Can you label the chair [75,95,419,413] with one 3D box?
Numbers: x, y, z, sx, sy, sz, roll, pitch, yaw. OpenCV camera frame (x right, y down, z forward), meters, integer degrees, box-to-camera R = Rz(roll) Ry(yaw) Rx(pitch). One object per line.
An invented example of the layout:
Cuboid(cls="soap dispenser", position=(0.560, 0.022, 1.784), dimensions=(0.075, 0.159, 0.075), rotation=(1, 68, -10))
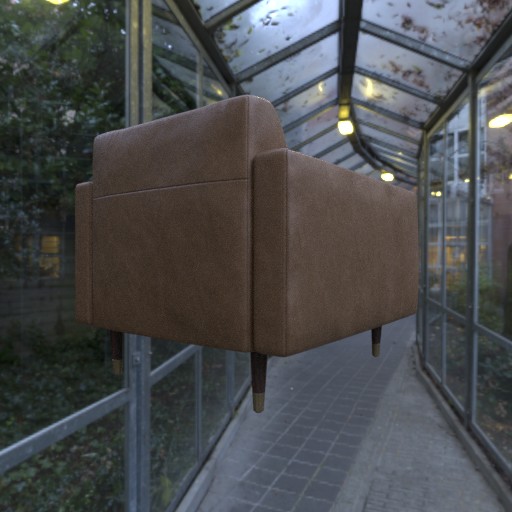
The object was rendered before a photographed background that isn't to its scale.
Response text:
Cuboid(cls="chair", position=(0.000, 0.000, 1.665), dimensions=(0.953, 0.819, 0.998), rotation=(0, 0, 37))
